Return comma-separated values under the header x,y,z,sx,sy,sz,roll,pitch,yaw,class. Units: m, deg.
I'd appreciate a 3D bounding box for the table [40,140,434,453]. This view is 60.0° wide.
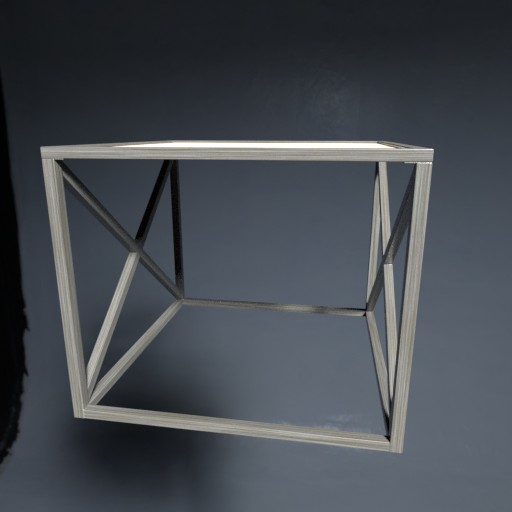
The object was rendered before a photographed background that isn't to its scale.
x,y,z,sx,sy,sz,roll,pitch,yaw,class
0.000,0.000,1.029,0.609,0.507,0.611,3,16,9,table
